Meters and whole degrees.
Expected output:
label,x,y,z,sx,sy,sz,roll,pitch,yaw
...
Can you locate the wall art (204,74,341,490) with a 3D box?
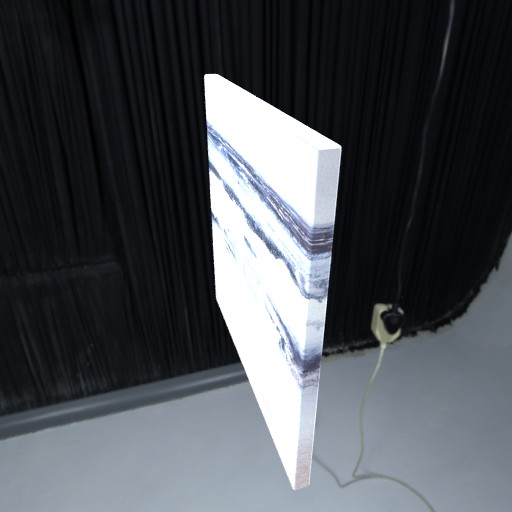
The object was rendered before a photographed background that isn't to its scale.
label,x,y,z,sx,sy,sz,roll,pitch,yaw
wall art,0.000,0.000,1.094,0.065,0.747,0.755,-9,31,-15
